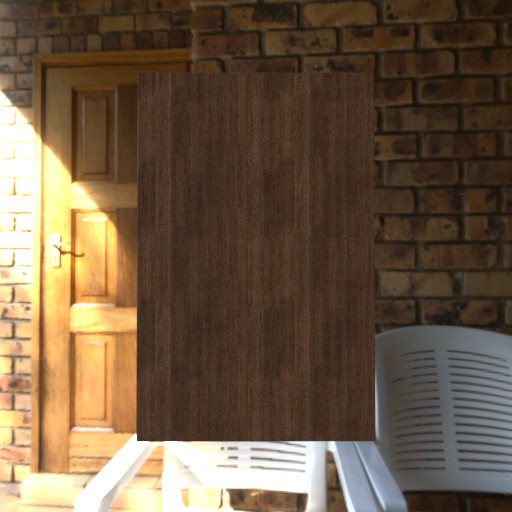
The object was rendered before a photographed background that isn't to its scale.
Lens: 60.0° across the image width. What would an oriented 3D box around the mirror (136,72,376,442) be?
[{"bbox_3d":[0.000,0.000,1.237,0.651,1.010,0.047,0,-1,0],"label":"mirror"}]
